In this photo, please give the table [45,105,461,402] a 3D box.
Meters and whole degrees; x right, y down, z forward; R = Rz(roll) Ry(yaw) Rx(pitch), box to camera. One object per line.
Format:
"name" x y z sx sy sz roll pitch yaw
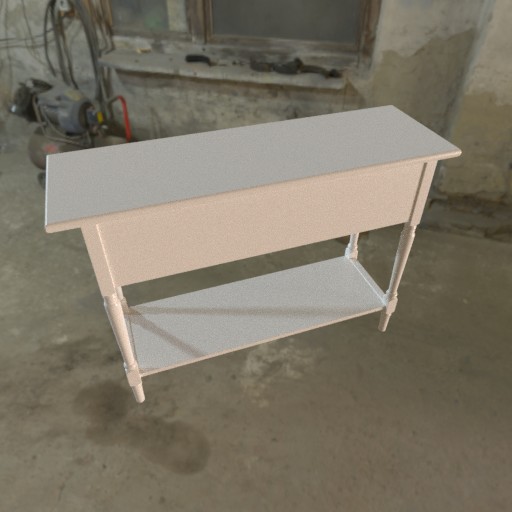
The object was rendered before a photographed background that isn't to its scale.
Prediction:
"table" 0.000 0.000 1.590 1.191 0.814 0.386 -13 42 -15
